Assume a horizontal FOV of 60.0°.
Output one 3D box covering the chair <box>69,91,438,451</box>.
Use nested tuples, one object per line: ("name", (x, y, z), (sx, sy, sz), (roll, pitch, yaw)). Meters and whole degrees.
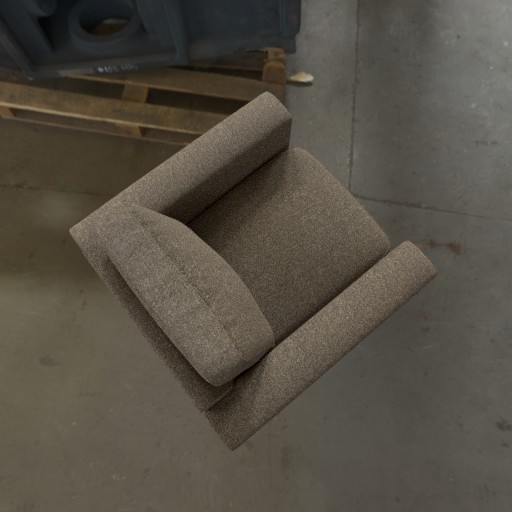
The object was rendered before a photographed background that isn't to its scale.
("chair", (0.000, 0.000, 1.762), (1.016, 0.873, 1.005), (-38, 78, -10))
